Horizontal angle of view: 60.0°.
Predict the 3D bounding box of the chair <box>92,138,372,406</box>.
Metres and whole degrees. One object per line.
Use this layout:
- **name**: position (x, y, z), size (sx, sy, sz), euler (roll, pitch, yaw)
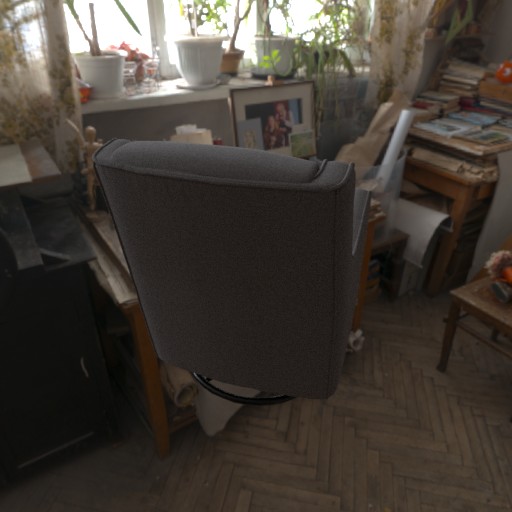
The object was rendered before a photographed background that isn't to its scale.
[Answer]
- **chair**: position (0.000, 0.000, 1.625), size (0.732, 0.993, 0.879), euler (9, 32, 15)
